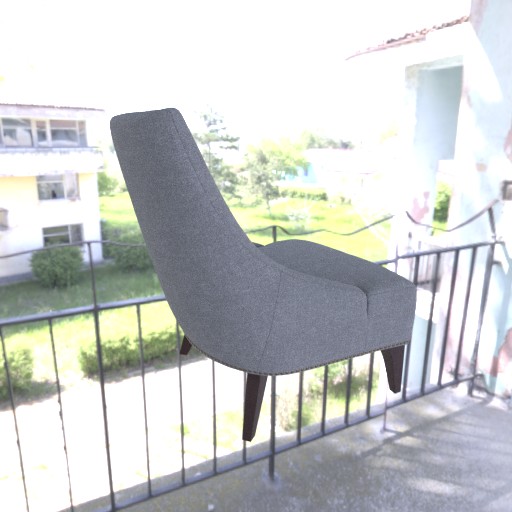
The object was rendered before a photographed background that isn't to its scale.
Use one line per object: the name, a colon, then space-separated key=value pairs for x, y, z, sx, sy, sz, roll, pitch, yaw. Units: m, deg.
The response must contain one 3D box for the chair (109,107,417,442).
chair: x=0.000 y=0.000 z=1.493 sx=0.861 sy=0.909 sz=0.701 roll=-8 pitch=17 yaw=-26
